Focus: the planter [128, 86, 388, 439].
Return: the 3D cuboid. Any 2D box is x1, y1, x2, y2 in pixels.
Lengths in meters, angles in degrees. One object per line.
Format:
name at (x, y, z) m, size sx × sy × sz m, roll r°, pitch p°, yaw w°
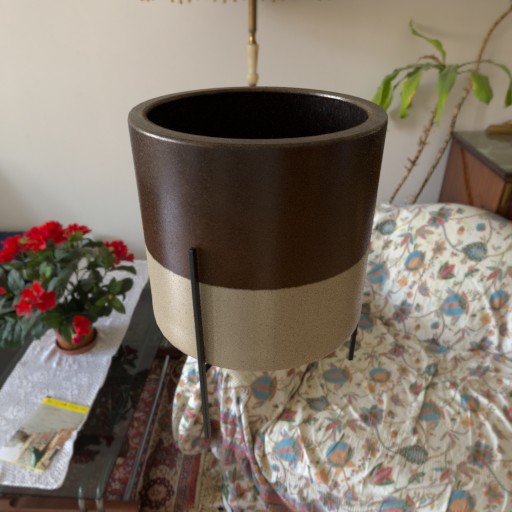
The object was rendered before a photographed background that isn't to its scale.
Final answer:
planter at (0.000, 0.000, 0.716) m, size 0.345 × 0.465 × 0.354 m, roll -19°, pitch 35°, yaw -29°
